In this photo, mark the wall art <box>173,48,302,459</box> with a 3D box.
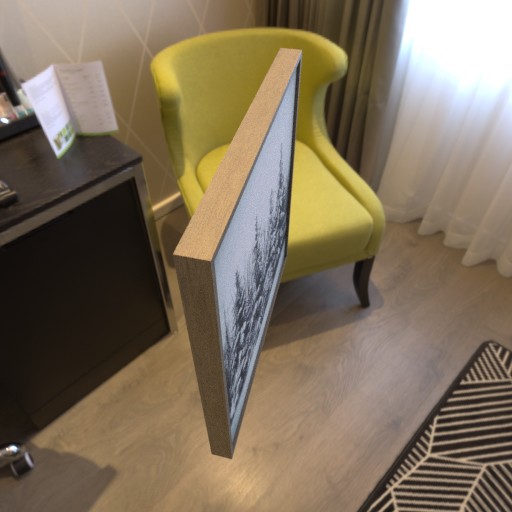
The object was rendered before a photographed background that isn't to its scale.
[{"bbox_3d":[0.000,0.000,0.768,0.037,0.507,0.507,10,47,9],"label":"wall art"}]
